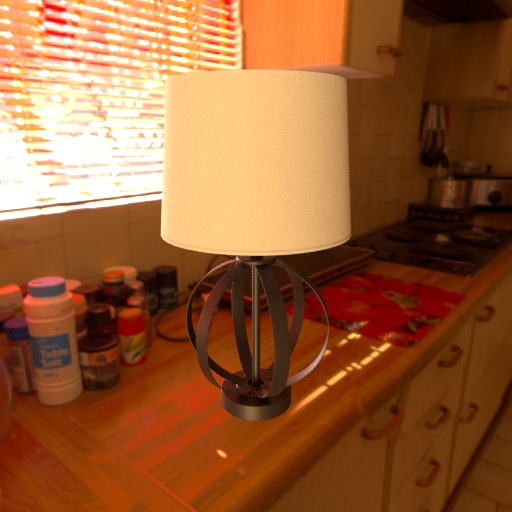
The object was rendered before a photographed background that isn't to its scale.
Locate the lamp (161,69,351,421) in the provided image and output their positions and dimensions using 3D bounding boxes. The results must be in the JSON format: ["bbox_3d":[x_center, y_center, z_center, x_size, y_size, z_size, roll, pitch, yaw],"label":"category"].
[{"bbox_3d":[0.000,0.000,0.693,0.286,0.510,0.286,0,15,0],"label":"lamp"}]
